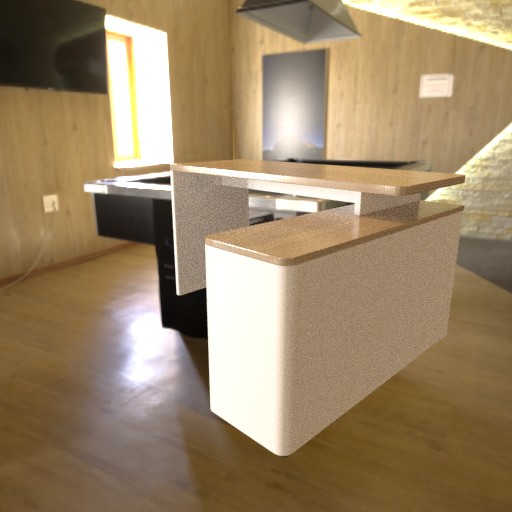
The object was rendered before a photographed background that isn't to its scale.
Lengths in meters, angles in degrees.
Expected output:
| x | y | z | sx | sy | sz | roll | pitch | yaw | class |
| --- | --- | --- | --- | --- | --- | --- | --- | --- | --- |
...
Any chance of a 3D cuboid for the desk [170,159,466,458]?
| x | y | z | sx | sy | sz | roll | pitch | yaw | class |
| --- | --- | --- | --- | --- | --- | --- | --- | --- | --- |
| 0.000 | 0.000 | 2.080 | 1.400 | 0.770 | 1.175 | 16 | 22 | 43 | desk |
